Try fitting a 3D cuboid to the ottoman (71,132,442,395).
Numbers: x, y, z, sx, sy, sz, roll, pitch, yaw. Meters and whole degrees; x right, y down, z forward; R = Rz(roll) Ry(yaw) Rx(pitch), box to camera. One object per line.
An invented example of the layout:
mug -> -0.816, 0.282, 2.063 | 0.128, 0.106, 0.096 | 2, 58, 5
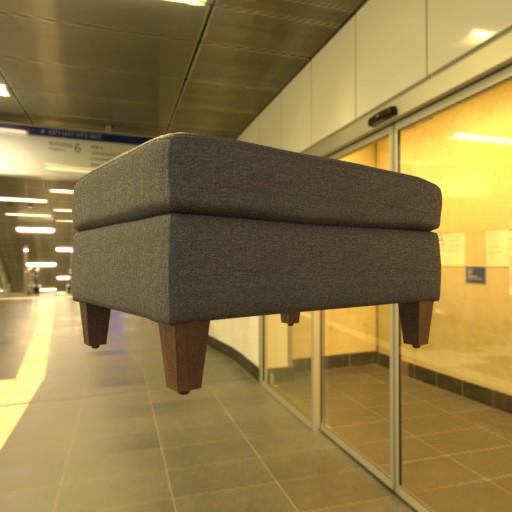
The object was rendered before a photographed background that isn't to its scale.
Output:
ottoman -> 0.000, 0.000, 1.200 | 0.826, 0.496, 0.639 | 1, -1, -37
